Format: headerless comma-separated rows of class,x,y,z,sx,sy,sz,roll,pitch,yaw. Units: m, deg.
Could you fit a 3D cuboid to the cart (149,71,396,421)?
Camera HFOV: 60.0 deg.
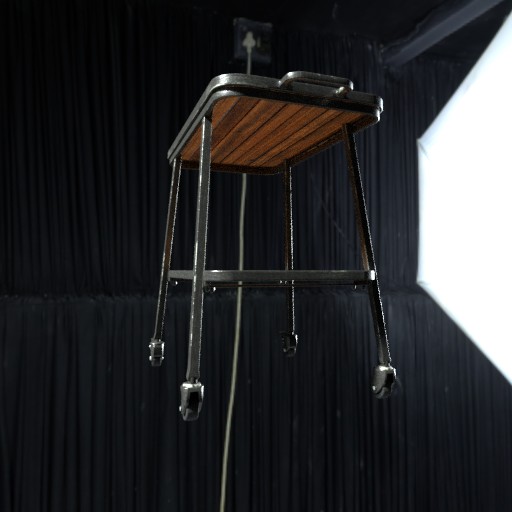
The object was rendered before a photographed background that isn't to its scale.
cart,0.000,0.000,1.244,0.515,0.700,0.806,1,-2,-20
